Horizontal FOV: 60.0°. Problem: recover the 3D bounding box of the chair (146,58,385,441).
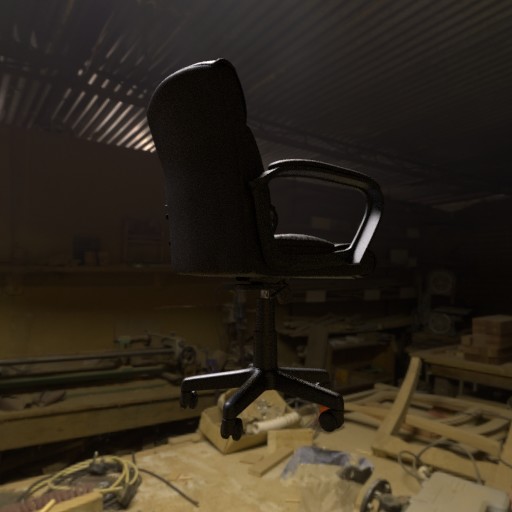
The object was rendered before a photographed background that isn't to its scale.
[{"bbox_3d":[0.000,0.000,1.402,0.641,0.998,0.576,2,-3,-36],"label":"chair"}]
